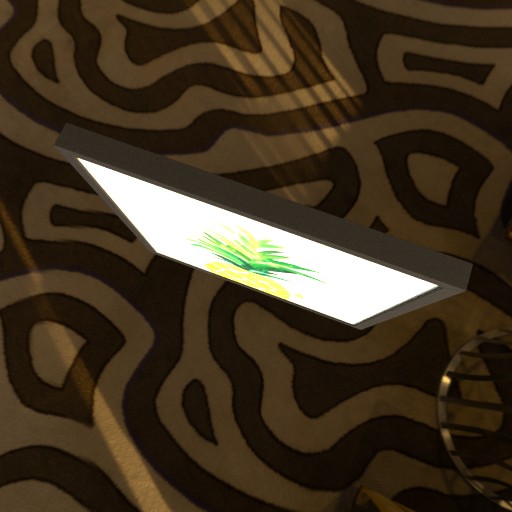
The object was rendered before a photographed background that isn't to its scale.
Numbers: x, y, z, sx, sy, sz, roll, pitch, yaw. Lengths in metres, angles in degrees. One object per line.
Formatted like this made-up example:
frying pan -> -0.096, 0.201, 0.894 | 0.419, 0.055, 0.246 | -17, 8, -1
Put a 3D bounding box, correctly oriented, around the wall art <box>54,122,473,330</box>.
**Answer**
wall art -> 0.000, 0.000, 0.762 | 0.508, 0.507, 0.033 | 20, 77, 5
